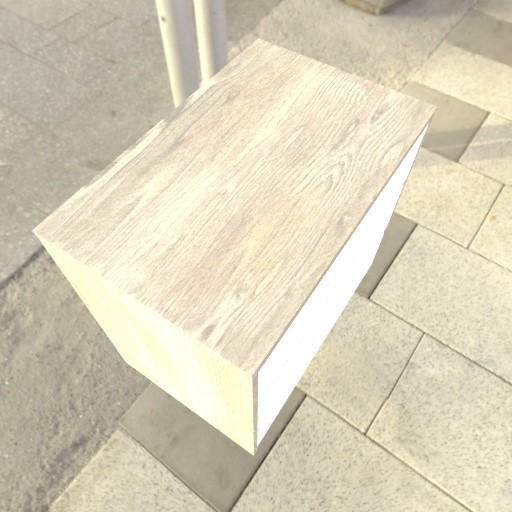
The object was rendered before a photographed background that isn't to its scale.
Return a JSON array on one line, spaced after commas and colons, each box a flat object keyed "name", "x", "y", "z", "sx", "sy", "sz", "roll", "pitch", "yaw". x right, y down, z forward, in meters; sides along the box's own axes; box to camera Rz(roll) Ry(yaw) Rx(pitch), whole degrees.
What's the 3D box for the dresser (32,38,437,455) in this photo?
[{"name": "dresser", "x": 0.000, "y": 0.000, "z": 1.303, "sx": 0.529, "sy": 0.762, "sz": 0.809, "roll": 29, "pitch": 62, "yaw": 18}]
